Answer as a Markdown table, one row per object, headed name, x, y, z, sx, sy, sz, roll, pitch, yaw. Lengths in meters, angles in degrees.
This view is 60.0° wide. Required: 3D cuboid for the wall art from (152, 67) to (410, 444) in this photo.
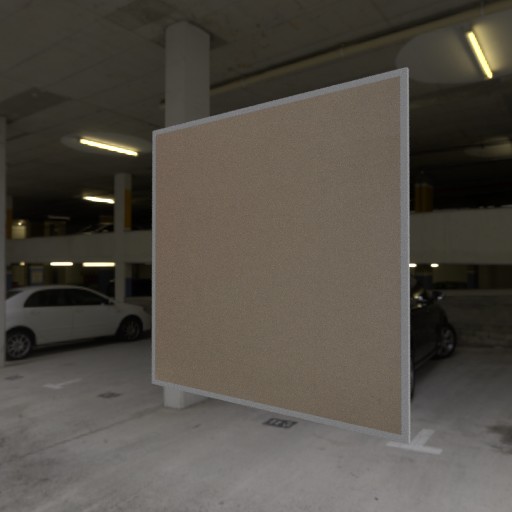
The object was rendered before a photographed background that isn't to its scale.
| name | x | y | z | sx | sy | sz | roll | pitch | yaw |
| --- | --- | --- | --- | --- | --- | --- | --- | --- | --- |
| wall art | 0.000 | 0.000 | 0.671 | 0.456 | 0.456 | 0.007 | -1 | -1 | 35 |
